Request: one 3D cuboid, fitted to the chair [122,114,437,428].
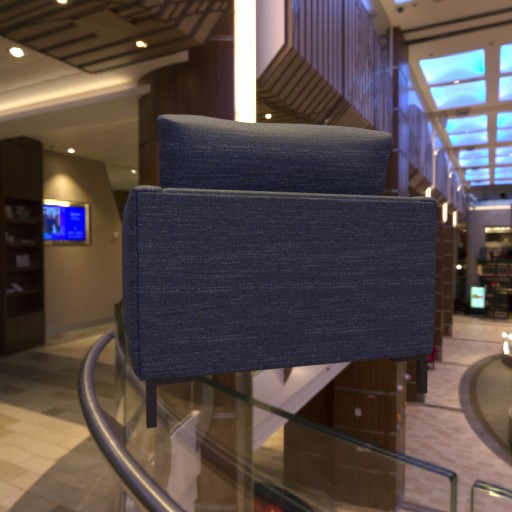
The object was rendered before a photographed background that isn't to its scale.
[{"bbox_3d":[0.000,0.000,1.664,0.963,0.861,0.866,-1,2,-18],"label":"chair"}]
